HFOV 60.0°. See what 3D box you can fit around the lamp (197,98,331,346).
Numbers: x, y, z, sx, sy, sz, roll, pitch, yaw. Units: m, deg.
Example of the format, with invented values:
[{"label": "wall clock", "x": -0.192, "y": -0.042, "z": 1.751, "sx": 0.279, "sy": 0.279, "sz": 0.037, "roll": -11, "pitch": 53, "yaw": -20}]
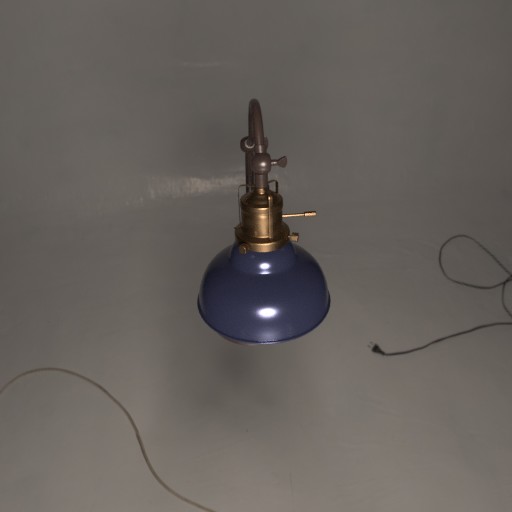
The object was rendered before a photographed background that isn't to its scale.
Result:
[{"label": "lamp", "x": 0.000, "y": 0.000, "z": 0.693, "sx": 0.192, "sy": 0.508, "sz": 0.374, "roll": -4, "pitch": 47, "yaw": -4}]
